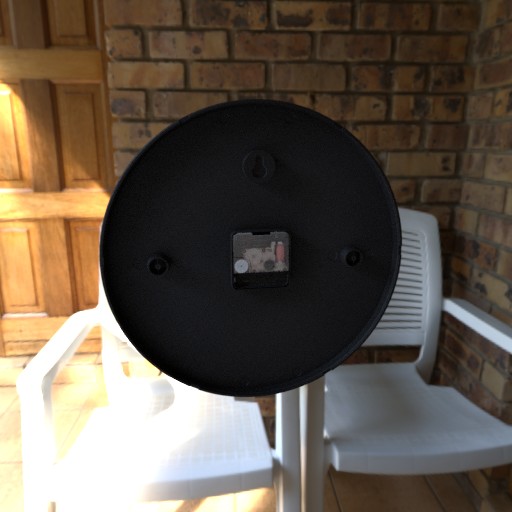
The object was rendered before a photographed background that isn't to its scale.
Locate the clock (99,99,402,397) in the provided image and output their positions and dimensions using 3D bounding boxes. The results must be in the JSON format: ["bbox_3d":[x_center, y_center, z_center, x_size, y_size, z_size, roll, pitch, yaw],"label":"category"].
[{"bbox_3d":[0.000,0.000,0.440,0.293,0.293,0.040,-2,14,-9],"label":"clock"}]
